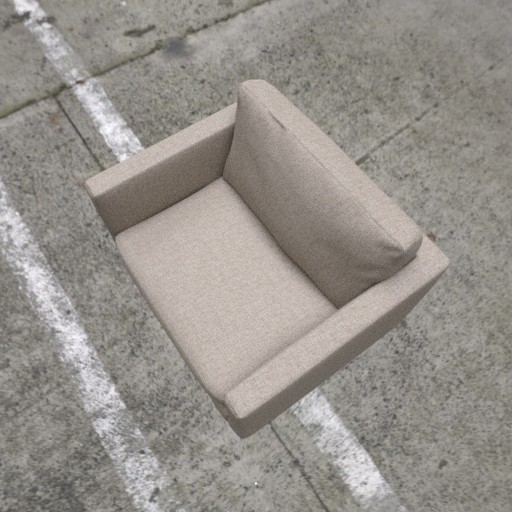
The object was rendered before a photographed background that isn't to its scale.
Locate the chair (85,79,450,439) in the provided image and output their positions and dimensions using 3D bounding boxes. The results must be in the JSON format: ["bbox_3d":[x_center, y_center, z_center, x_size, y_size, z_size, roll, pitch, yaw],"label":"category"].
[{"bbox_3d":[0.000,0.000,1.878,0.959,0.961,1.107,-32,67,-15],"label":"chair"}]
